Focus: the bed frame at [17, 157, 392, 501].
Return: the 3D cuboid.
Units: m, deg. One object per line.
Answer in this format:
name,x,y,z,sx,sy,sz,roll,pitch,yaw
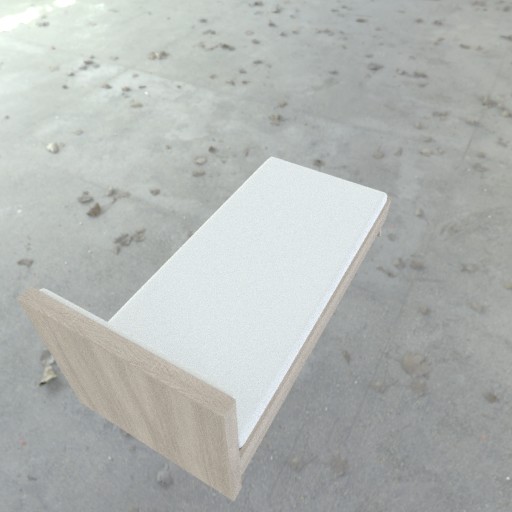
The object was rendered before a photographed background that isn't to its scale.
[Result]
bed frame,0.000,0.000,2.585,0.990,0.920,2.140,22,50,20
